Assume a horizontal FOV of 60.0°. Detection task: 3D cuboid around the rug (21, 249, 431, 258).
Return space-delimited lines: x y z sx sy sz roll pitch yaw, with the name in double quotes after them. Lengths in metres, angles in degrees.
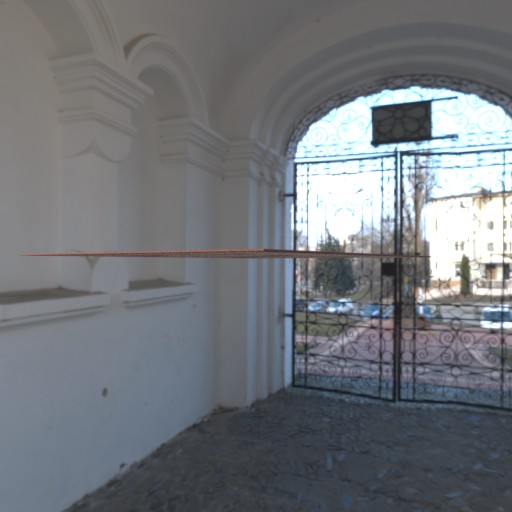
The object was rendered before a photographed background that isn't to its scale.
0.000 0.000 4.187 2.381 0.013 3.197 -1 -1 36 "rug"
